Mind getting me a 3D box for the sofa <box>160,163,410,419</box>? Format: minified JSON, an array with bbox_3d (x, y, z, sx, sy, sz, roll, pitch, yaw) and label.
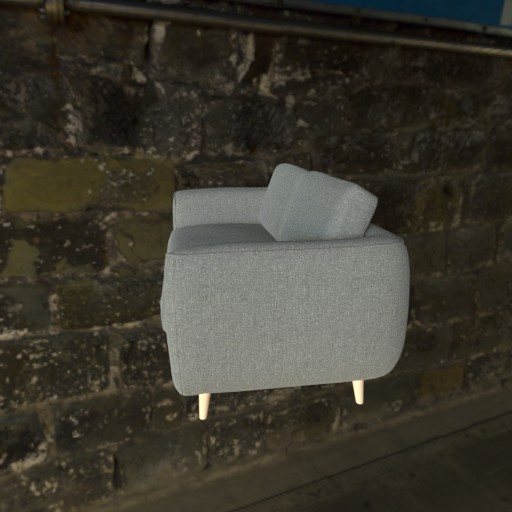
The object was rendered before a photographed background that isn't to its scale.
[{"bbox_3d":[0.000,0.000,2.271,0.920,0.870,1.700,-2,15,-9],"label":"sofa"}]
